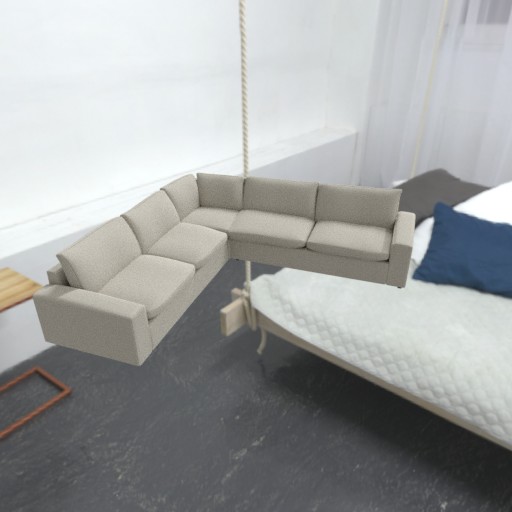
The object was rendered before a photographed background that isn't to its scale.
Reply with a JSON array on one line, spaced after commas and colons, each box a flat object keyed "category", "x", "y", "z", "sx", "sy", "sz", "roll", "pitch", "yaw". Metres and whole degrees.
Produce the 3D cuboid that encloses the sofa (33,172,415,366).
[{"category": "sofa", "x": 0.000, "y": 0.000, "z": 4.835, "sx": 3.206, "sy": 0.918, "sz": 3.066, "roll": 10, "pitch": 30, "yaw": 17}]
